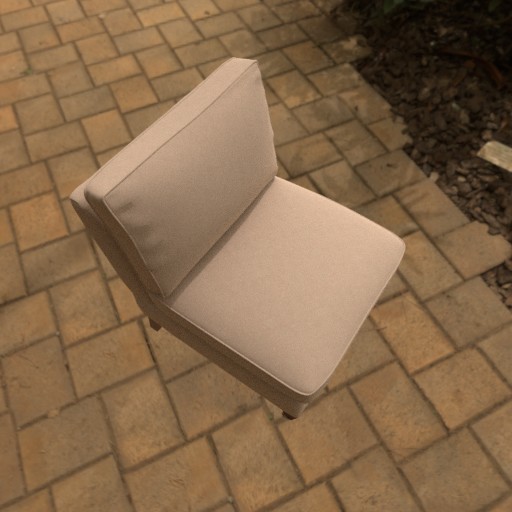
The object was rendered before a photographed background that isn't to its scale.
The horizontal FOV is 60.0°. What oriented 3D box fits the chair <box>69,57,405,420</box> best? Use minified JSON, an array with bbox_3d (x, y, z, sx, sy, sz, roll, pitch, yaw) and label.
[{"bbox_3d":[0.000,0.000,1.647,0.912,1.052,0.724,31,63,18],"label":"chair"}]
